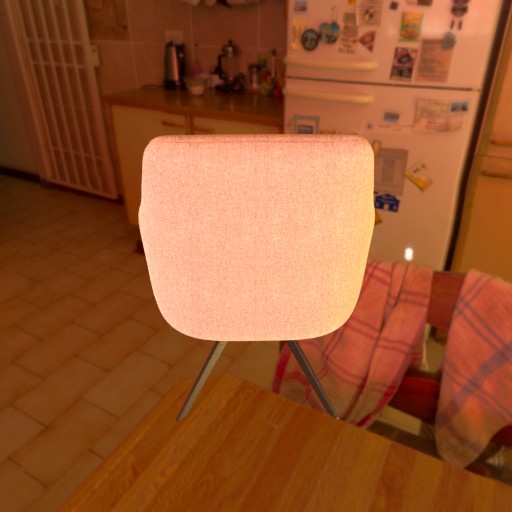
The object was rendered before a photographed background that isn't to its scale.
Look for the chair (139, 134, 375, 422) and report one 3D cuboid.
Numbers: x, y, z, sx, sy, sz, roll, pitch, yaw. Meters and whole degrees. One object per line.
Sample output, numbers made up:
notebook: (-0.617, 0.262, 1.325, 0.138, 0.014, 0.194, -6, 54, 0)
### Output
chair: (0.000, 0.000, 1.330, 0.642, 0.874, 0.677, -1, 29, -1)
